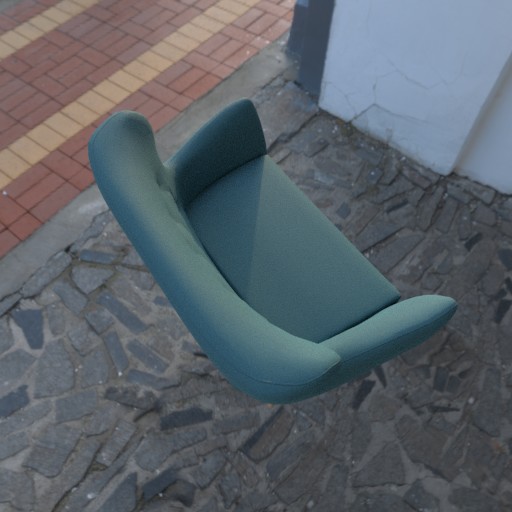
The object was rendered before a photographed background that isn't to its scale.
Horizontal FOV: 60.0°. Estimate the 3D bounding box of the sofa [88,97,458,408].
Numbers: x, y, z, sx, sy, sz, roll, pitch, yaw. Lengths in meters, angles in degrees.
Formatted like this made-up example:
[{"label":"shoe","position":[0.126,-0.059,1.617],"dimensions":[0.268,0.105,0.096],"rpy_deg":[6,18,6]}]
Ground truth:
[{"label":"sofa","position":[0.000,0.000,1.912],"dimensions":[0.889,0.889,1.397],"rpy_deg":[-31,64,-17]}]
